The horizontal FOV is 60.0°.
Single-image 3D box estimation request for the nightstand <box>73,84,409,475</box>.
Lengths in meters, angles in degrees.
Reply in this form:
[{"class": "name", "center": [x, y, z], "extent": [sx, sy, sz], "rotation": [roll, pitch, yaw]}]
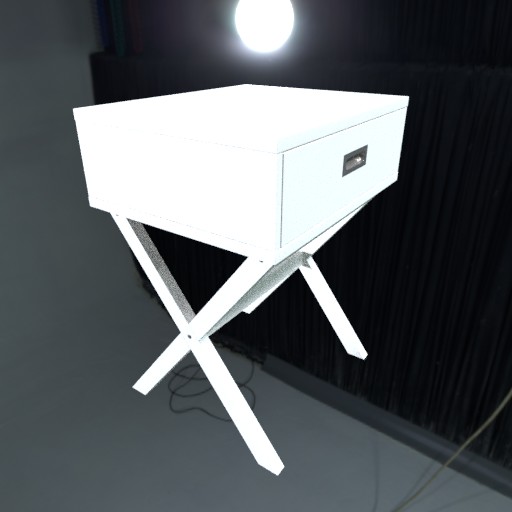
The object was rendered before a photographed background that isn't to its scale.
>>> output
[{"class": "nightstand", "center": [0.000, 0.000, 0.941], "extent": [0.402, 0.623, 0.479], "rotation": [18, 31, 31]}]
